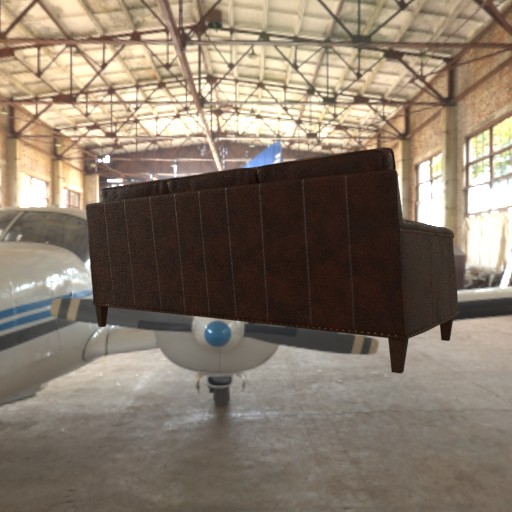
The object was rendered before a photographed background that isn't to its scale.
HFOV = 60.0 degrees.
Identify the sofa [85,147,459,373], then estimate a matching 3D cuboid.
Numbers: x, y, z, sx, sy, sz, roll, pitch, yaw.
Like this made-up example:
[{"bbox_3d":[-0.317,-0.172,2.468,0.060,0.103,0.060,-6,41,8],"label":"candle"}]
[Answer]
[{"bbox_3d":[0.000,0.000,2.865,2.240,1.003,1.084,0,0,36],"label":"sofa"}]
